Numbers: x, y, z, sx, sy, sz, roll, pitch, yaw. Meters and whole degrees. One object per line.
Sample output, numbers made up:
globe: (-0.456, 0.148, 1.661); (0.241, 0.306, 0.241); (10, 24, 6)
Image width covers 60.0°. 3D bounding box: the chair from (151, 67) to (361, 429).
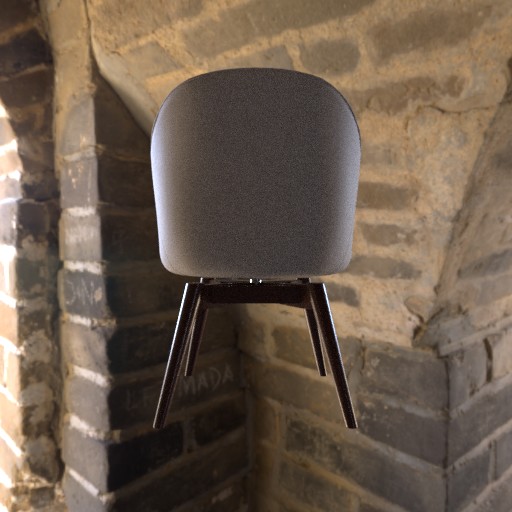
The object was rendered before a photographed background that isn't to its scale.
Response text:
chair: (0.000, 0.000, 1.274); (0.596, 0.823, 0.635); (0, 0, 0)
